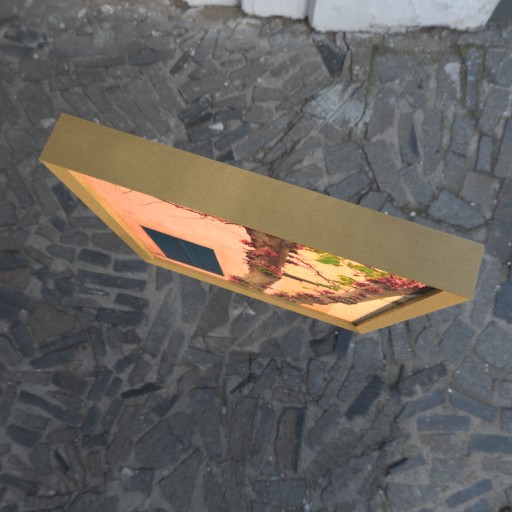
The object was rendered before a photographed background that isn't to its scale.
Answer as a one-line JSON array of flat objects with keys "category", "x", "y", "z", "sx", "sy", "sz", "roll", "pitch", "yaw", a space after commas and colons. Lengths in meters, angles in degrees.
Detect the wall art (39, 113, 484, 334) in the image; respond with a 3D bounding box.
[{"category": "wall art", "x": 0.000, "y": 0.000, "z": 0.447, "sx": 0.304, "sy": 0.305, "sz": 0.038, "roll": 18, "pitch": 77, "yaw": 4}]
